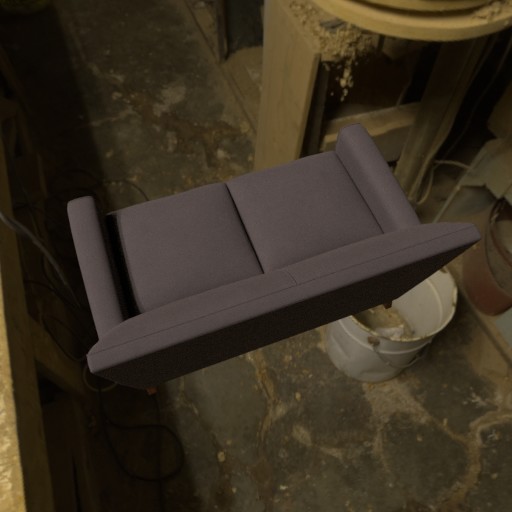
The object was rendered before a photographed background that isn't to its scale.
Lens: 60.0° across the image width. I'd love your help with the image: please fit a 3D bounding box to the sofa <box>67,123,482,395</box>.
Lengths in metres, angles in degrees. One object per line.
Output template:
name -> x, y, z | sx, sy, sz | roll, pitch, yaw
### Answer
sofa -> 0.000, 0.000, 1.960 | 1.420, 0.846, 0.871 | -18, 60, -10
